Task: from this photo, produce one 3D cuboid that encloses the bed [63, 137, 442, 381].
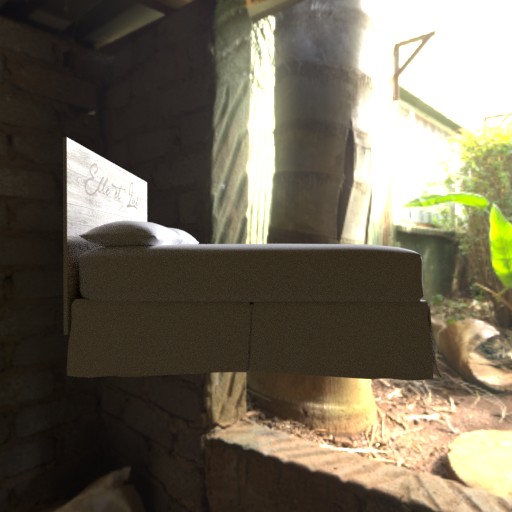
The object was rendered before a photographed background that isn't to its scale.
[{"bbox_3d":[0.000,0.000,3.277,2.094,1.335,1.745,0,1,2],"label":"bed"}]
